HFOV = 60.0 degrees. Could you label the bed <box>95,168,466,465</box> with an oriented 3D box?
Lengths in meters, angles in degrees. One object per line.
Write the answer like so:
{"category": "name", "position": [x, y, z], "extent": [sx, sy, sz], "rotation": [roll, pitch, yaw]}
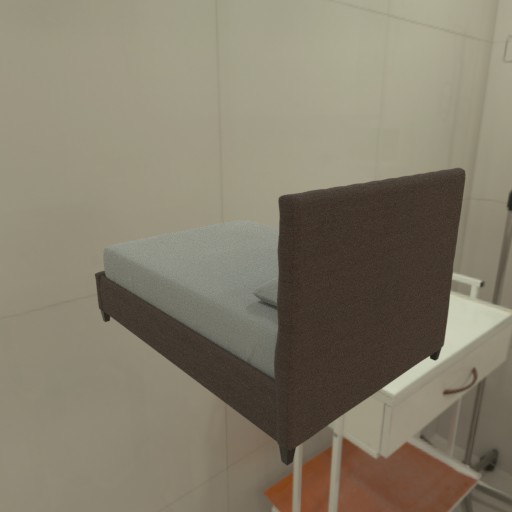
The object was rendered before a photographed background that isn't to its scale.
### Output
{"category": "bed", "position": [0.000, 0.000, 3.467], "extent": [1.698, 1.427, 2.387], "rotation": [-15, 23, -39]}
